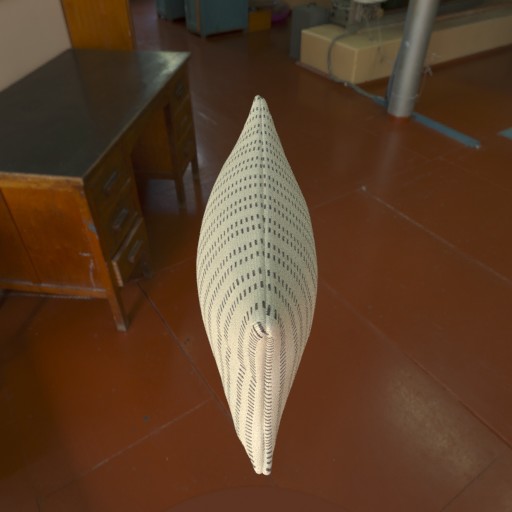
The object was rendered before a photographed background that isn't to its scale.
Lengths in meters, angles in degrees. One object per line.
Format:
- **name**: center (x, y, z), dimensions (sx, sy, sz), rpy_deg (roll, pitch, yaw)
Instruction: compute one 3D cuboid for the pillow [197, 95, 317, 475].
- **pillow**: center (0.000, 0.000, 0.809), dimensions (0.210, 0.353, 0.640), rpy_deg (0, 41, 0)
